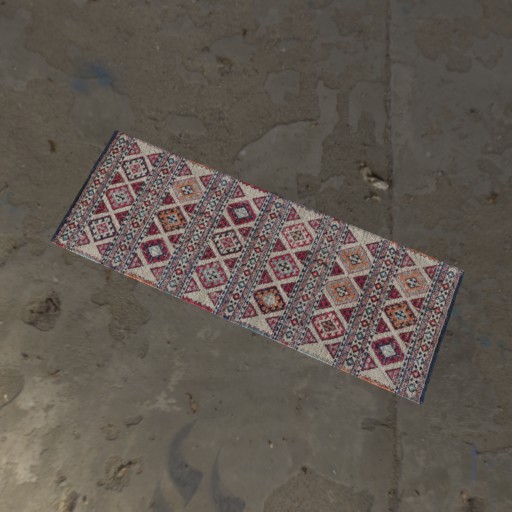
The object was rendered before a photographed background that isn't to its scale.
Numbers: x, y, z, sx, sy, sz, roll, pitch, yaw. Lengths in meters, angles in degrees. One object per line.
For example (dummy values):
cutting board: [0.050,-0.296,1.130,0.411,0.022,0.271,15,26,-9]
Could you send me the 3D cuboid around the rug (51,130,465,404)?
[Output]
rug: [0.000,0.000,2.662,2.362,0.008,0.832,23,76,6]
